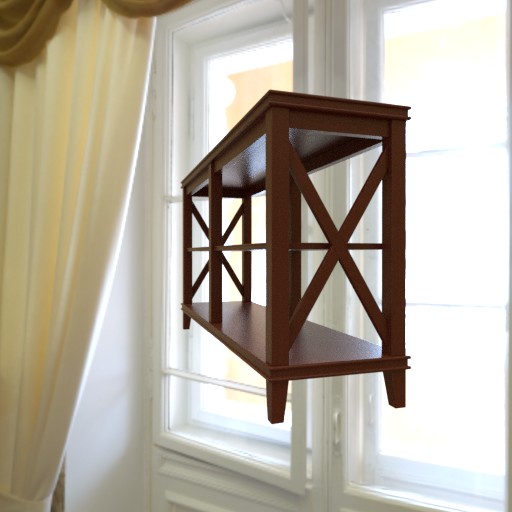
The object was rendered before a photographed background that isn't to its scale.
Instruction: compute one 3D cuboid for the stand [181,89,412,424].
[{"bbox_3d":[0.000,0.000,1.711,0.381,0.762,1.372,0,0,-18],"label":"stand"}]
